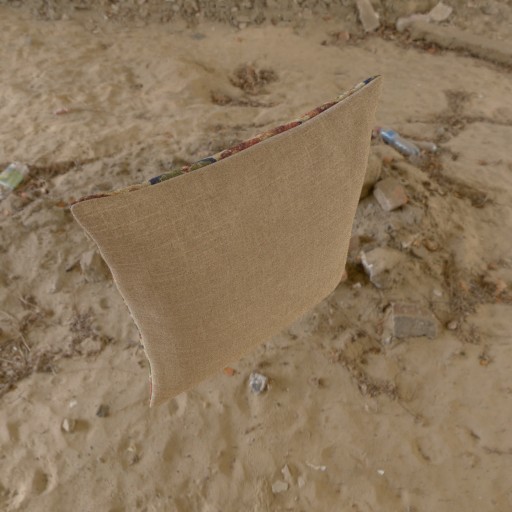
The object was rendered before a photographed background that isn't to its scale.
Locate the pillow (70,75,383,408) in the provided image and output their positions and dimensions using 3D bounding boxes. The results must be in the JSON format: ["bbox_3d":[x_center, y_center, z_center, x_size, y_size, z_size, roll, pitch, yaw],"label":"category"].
[{"bbox_3d":[0.000,0.000,0.773,0.523,0.506,0.166,-30,53,-26],"label":"pillow"}]
